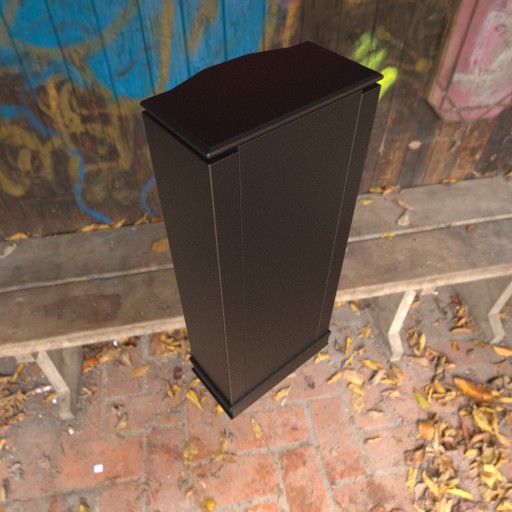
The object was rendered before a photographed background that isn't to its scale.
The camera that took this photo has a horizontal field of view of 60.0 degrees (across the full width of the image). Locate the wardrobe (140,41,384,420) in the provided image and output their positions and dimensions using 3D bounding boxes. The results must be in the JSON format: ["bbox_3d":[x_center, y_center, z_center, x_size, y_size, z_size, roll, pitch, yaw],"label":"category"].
[{"bbox_3d":[0.000,0.000,1.226,0.444,1.011,0.295,-31,55,-25],"label":"wardrobe"}]
